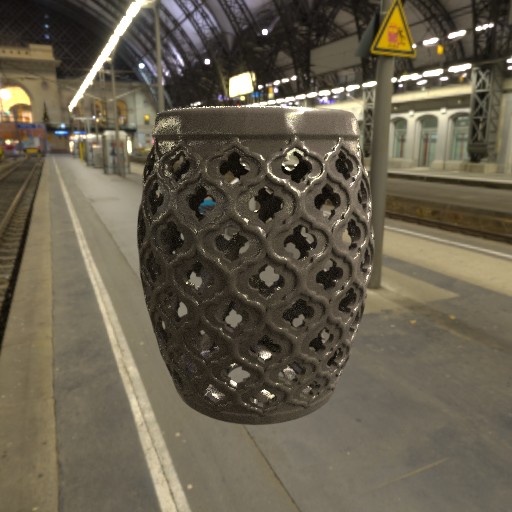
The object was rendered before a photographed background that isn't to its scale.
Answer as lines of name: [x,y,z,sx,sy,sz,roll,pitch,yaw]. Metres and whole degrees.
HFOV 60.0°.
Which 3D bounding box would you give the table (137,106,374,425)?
table: [0.000,0.000,0.633,0.325,0.388,0.325,0,14,0]
